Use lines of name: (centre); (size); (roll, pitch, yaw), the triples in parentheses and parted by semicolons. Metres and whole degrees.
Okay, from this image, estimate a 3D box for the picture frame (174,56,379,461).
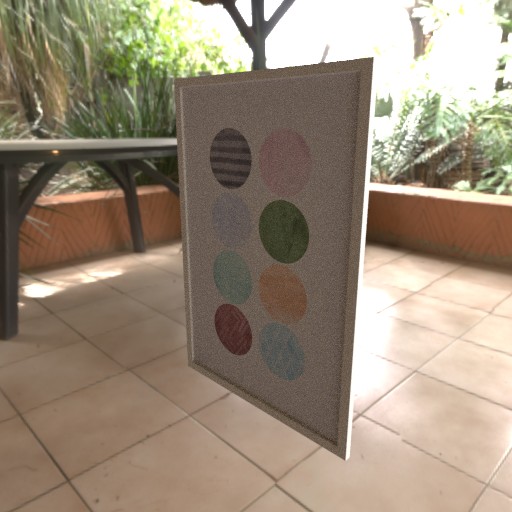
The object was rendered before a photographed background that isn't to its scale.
picture frame: (0.000, 0.000, 0.847); (0.457, 0.657, 0.013); (16, 23, 42)
